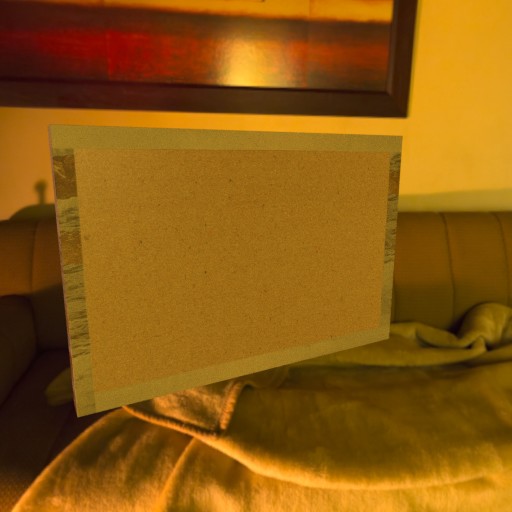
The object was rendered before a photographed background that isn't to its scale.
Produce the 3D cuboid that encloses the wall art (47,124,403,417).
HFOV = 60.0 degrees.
[{"bbox_3d":[0.000,0.000,0.753,0.606,0.407,0.041,-7,14,-28],"label":"wall art"}]
